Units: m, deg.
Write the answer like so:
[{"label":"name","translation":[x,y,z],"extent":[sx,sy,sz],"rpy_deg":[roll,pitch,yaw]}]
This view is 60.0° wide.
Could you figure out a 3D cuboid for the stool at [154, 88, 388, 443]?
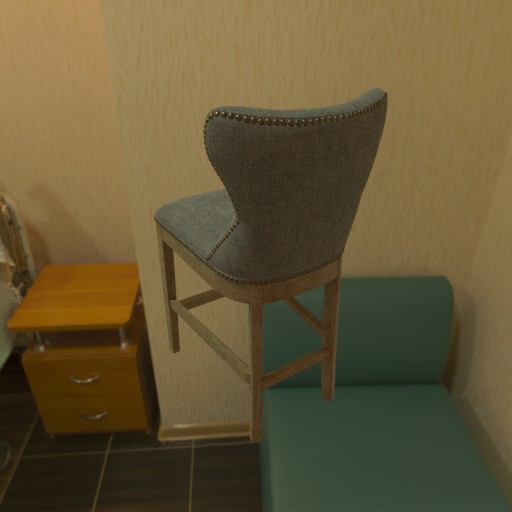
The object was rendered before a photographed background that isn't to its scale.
[{"label":"stool","translation":[0.000,0.000,1.348],"extent":[0.498,0.981,0.608],"rpy_deg":[-18,34,-29]}]
